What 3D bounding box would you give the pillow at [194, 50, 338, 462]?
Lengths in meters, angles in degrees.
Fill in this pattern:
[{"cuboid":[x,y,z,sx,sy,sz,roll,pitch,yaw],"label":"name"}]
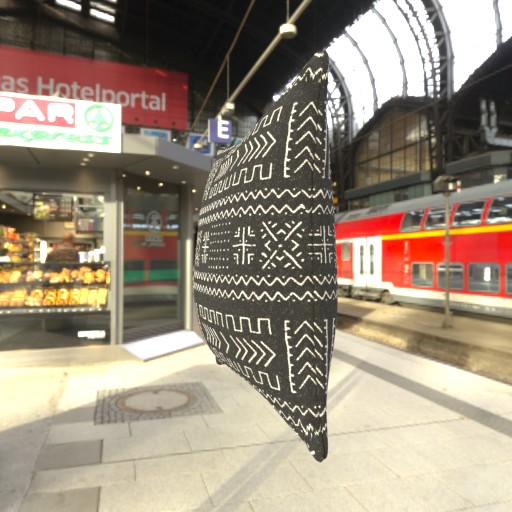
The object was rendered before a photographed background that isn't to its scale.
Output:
[{"cuboid":[0.000,0.000,0.663,0.164,0.430,0.438,0,0,-19],"label":"pillow"}]
